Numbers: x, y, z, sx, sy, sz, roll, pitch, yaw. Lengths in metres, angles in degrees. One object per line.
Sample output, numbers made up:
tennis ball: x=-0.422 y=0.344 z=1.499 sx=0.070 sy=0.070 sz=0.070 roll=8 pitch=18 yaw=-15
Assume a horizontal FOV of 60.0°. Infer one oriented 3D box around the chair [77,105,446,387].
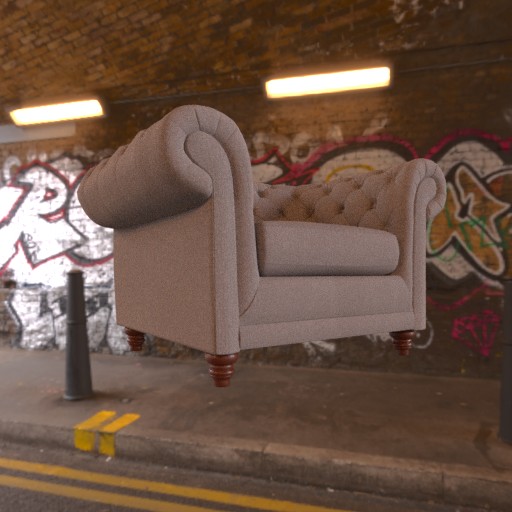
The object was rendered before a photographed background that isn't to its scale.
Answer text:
chair: x=0.000 y=0.000 z=1.832 sx=1.270 sy=0.770 sz=0.976 roll=1 pitch=-2 yaw=-35
